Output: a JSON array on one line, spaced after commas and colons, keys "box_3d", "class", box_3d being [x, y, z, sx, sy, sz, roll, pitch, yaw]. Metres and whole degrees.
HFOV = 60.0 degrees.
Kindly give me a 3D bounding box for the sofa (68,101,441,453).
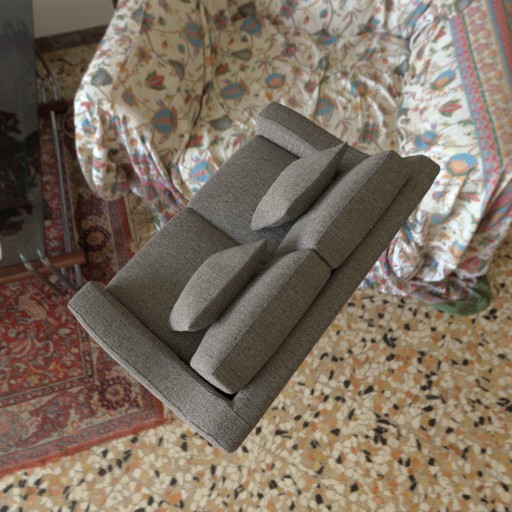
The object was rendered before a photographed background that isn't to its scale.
[{"box_3d": [0.000, 0.000, 2.461, 1.120, 0.991, 1.778, 35, 70, 15], "class": "sofa"}]
